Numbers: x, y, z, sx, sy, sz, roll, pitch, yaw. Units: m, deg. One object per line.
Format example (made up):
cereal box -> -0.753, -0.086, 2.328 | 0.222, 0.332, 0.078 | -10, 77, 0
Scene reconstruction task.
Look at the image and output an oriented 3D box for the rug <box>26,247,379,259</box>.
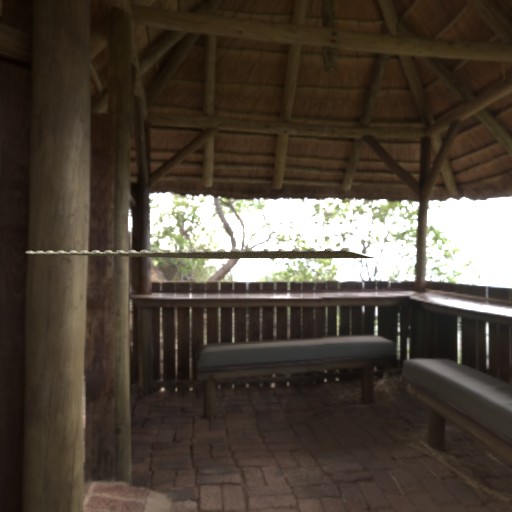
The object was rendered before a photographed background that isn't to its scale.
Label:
rug -> 0.000, 0.000, 2.314 | 1.162, 0.013, 1.875 | 0, -1, 18
